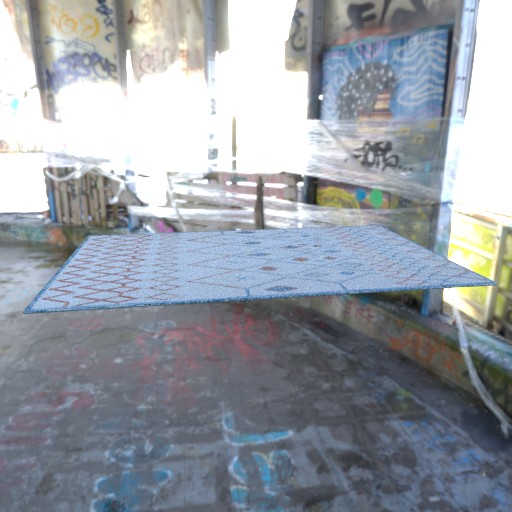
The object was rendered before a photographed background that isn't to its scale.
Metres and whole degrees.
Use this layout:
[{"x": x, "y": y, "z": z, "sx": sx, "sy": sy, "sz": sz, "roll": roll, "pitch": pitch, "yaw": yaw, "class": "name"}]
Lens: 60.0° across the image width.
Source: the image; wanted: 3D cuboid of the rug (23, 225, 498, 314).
[{"x": 0.000, "y": 0.000, "z": 2.959, "sx": 2.438, "sy": 0.015, "sz": 1.524, "roll": -3, "pitch": 16, "yaw": -9, "class": "rug"}]
